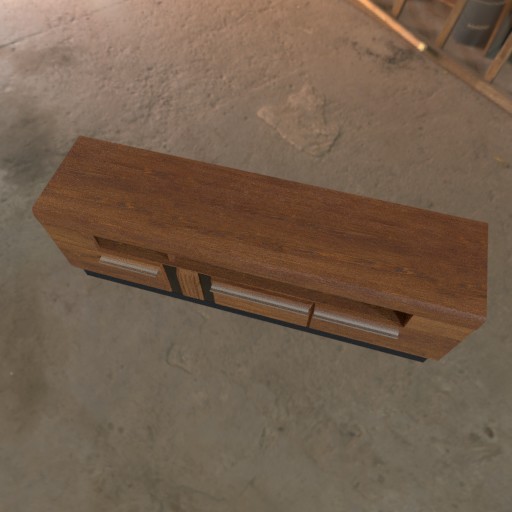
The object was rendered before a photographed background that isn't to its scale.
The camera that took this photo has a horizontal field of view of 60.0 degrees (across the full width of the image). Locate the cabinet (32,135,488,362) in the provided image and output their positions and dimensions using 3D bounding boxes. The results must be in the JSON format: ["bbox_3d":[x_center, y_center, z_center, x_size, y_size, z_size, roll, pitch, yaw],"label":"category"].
[{"bbox_3d":[0.000,0.000,1.805,1.600,0.510,0.419,14,61,8],"label":"cabinet"}]
